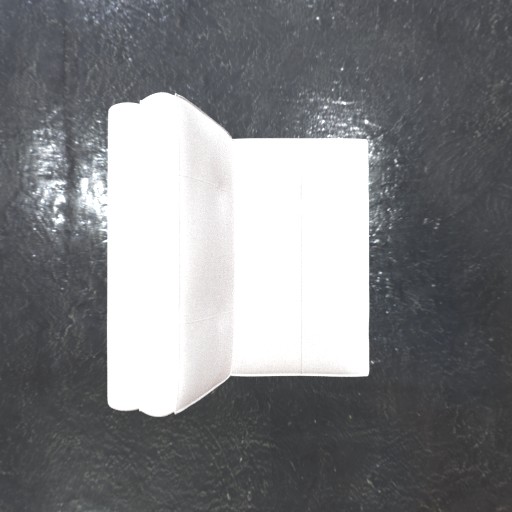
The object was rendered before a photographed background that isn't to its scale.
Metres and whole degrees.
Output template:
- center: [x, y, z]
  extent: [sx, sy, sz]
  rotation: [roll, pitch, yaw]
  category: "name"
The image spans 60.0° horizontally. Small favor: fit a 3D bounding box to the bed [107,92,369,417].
- center: [0.000, 0.000, 1.352]
  extent: [0.749, 0.614, 0.799]
  rotation: [0, 89, 2]
  category: "bed"
